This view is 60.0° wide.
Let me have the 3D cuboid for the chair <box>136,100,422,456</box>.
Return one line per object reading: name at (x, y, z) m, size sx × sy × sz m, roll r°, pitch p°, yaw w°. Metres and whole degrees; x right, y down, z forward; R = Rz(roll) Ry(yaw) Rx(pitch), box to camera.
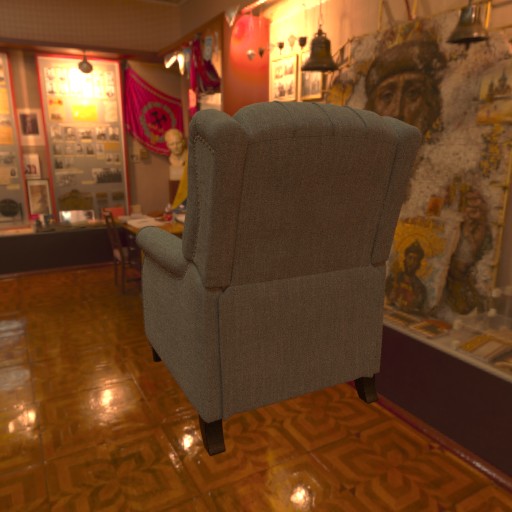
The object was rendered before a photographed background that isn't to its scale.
chair at (0.000, 0.000, 1.656) m, size 0.742 × 1.035 × 0.898 m, roll -7°, pitch 15°, yaw -27°
